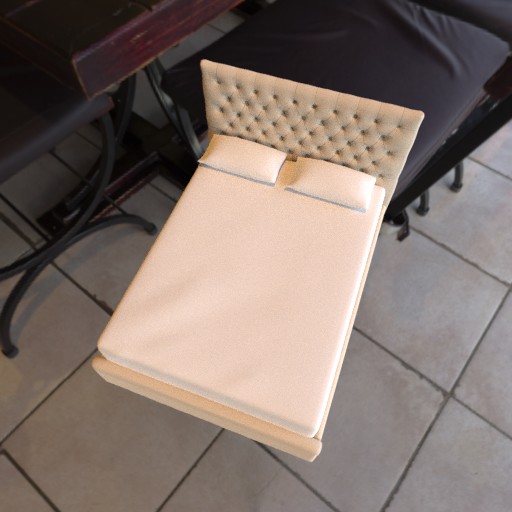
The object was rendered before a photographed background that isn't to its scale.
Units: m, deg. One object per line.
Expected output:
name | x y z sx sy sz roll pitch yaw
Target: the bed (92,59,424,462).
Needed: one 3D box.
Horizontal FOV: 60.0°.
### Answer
bed | 0.000 0.000 3.284 1.696 1.426 2.233 18 61 10
